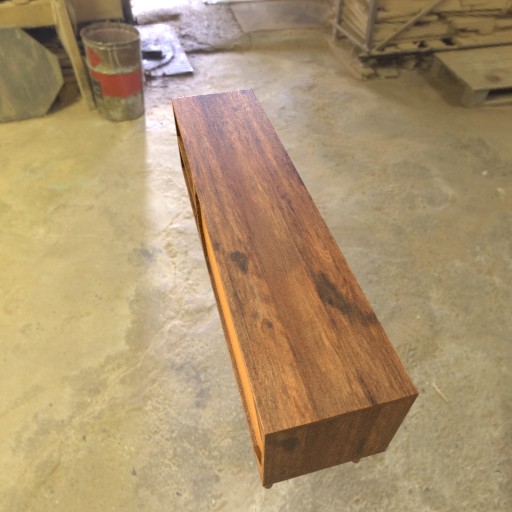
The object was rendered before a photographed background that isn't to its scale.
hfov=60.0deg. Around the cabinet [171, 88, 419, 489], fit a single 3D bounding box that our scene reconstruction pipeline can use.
[{"bbox_3d":[0.000,0.000,1.602,0.349,0.528,1.448,-11,48,-10],"label":"cabinet"}]
